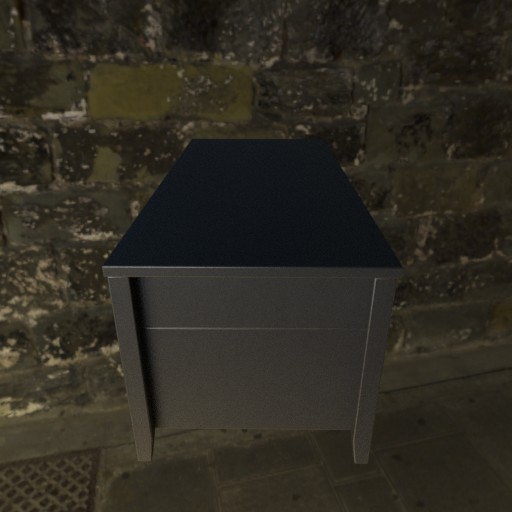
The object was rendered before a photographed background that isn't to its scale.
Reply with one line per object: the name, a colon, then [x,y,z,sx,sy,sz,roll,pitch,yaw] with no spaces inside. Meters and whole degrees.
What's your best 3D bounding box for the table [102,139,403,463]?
table: [0.000,0.000,1.263,0.483,0.457,1.016,0,26,1]
